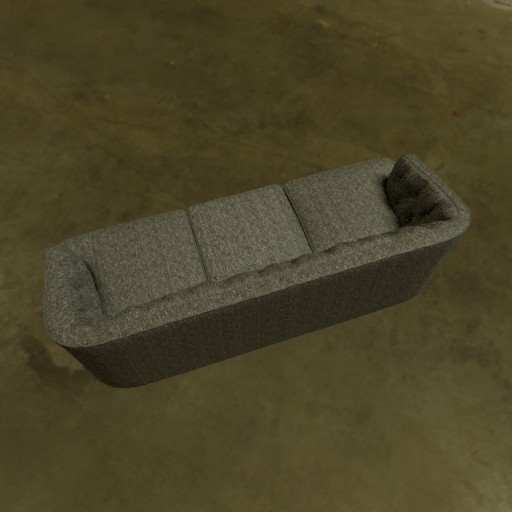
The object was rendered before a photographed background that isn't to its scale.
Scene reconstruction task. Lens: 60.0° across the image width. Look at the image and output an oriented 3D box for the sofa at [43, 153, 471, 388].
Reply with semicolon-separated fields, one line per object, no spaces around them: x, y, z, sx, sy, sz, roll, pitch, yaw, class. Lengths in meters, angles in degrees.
0.000;0.000;2.693;2.278;0.855;0.941;-16;60;-9;sofa
